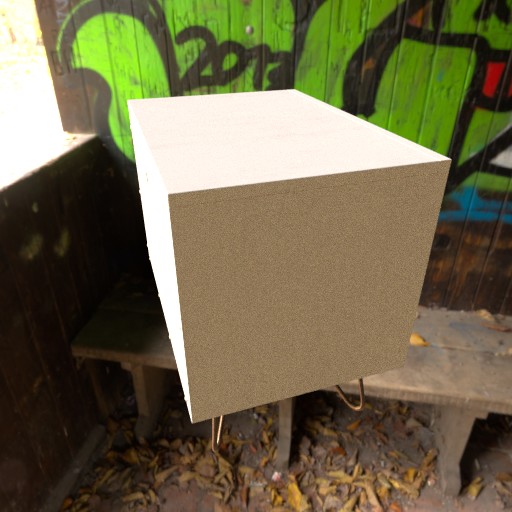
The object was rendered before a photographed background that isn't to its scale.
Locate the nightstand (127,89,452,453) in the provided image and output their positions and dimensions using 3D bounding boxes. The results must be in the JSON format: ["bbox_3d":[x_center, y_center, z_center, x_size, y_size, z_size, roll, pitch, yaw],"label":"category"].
[{"bbox_3d":[0.000,0.000,1.020,0.447,0.604,0.614,-10,32,-16],"label":"nightstand"}]
